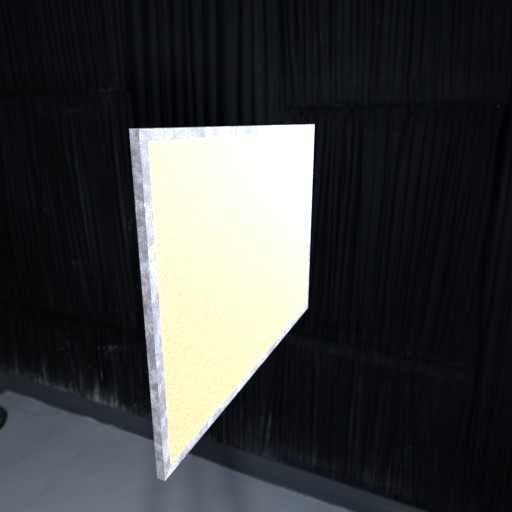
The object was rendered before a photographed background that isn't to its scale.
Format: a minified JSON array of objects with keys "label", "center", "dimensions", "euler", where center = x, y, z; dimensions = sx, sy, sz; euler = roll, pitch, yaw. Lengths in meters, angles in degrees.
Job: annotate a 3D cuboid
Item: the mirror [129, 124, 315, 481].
[{"label":"mirror","center":[0.000,0.000,1.409],"dimensions":[0.022,0.795,1.101],"euler":[7,18,23]}]
